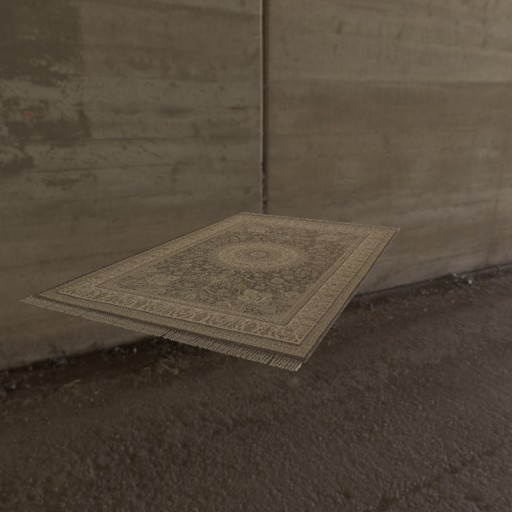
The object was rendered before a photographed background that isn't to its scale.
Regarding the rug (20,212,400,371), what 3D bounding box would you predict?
[{"bbox_3d":[0.000,0.000,2.992,1.528,0.010,2.440,8,19,25],"label":"rug"}]
